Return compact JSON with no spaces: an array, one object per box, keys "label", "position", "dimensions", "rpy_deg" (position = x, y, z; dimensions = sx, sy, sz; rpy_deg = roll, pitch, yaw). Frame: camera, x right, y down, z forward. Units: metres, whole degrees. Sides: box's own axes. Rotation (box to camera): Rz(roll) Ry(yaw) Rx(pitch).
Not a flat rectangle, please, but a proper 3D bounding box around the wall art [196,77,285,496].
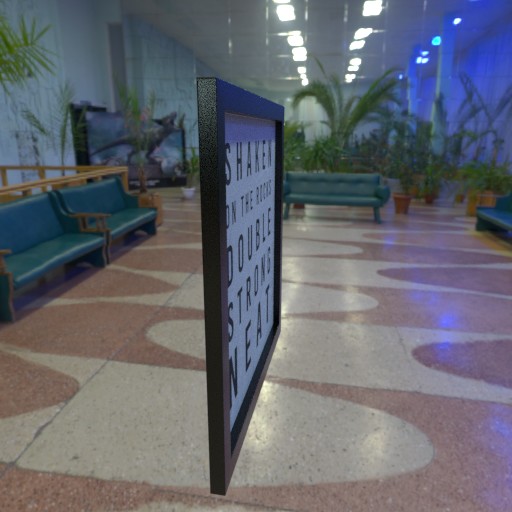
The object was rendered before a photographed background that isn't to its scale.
[{"label":"wall art","position":[0.000,0.000,0.515],"dimensions":[0.014,0.349,0.349],"rpy_deg":[3,16,11]}]
